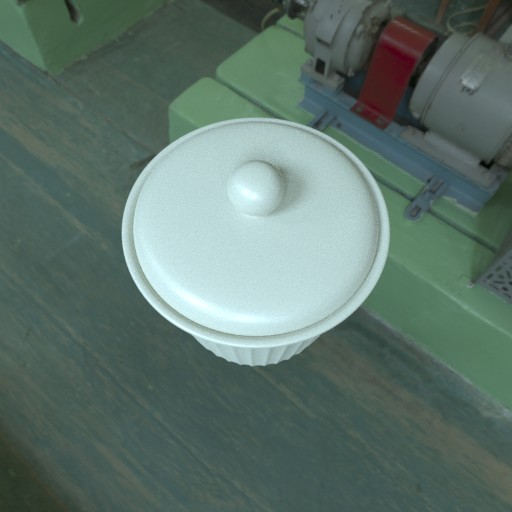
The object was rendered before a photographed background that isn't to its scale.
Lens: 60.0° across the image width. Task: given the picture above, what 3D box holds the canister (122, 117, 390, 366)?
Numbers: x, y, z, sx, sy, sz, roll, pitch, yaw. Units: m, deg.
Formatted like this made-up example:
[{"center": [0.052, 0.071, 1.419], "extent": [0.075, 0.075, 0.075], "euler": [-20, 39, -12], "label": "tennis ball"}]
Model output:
[{"center": [0.000, 0.000, 0.353], "extent": [0.181, 0.211, 0.181], "euler": [0, 63, 0], "label": "canister"}]
